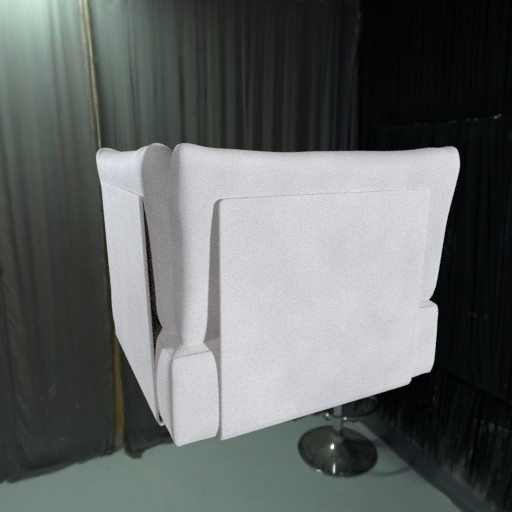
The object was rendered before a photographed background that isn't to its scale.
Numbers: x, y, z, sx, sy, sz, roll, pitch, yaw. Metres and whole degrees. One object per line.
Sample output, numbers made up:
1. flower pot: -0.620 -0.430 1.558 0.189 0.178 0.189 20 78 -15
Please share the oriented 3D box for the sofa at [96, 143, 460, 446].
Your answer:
1. sofa: 0.000 0.000 1.704 1.000 0.820 1.000 -6 15 -26
